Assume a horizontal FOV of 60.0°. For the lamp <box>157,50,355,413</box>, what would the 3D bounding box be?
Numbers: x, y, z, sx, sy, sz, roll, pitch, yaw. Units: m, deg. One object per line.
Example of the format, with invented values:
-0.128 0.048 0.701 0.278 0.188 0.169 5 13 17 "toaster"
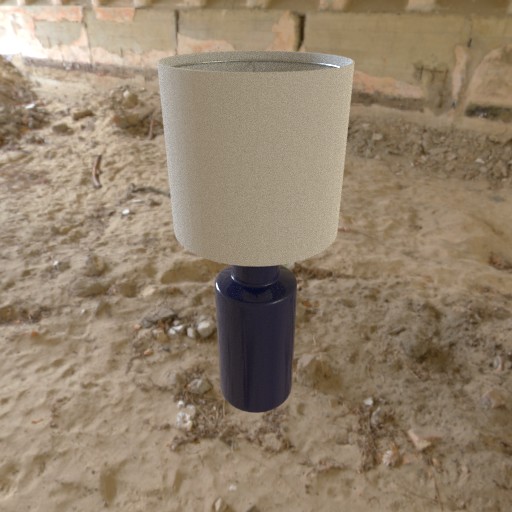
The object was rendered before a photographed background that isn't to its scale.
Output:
0.000 0.000 0.605 0.212 0.493 0.212 -1 30 -2 "lamp"
